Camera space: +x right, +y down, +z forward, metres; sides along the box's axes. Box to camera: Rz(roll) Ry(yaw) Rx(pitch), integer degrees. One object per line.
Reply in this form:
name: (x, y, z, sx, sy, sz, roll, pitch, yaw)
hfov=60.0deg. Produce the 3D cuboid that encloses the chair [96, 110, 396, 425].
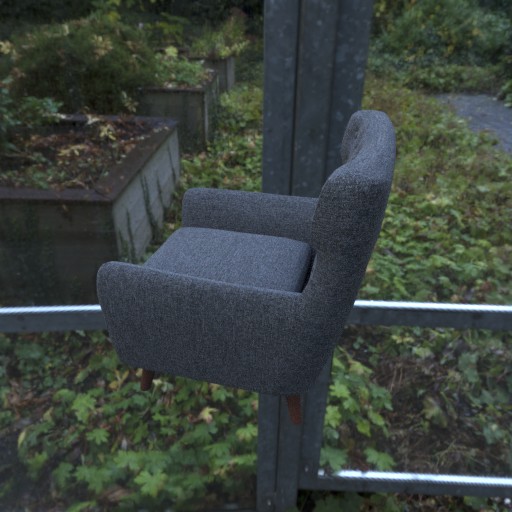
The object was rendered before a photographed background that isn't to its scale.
chair: (0.000, 0.000, 1.770, 0.940, 1.039, 0.889, 8, 30, 13)
